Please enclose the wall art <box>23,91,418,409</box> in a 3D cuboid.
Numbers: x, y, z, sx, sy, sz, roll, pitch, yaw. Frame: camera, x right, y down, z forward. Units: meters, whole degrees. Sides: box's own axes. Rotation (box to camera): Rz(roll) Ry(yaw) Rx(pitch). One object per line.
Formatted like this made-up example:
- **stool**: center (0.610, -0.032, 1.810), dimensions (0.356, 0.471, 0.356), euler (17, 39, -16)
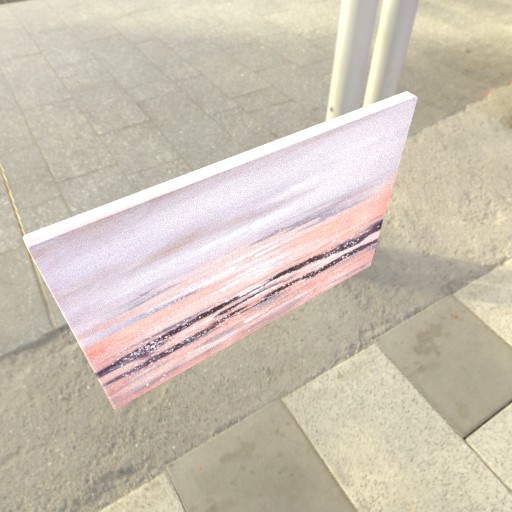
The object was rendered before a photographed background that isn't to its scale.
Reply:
- **wall art**: center (0.000, 0.000, 1.123), dimensions (0.913, 0.609, 0.038), euler (-26, 52, -22)
